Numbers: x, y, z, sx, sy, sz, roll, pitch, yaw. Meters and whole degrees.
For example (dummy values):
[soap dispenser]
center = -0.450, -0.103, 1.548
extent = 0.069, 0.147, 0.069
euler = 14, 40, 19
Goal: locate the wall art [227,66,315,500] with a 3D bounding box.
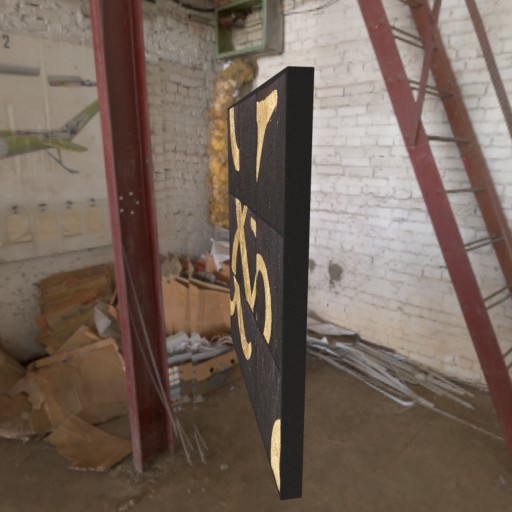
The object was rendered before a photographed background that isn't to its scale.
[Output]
[wall art]
center = 0.000, 0.000, 1.105
extent = 0.044, 0.758, 0.758
euler = -2, 14, -10
